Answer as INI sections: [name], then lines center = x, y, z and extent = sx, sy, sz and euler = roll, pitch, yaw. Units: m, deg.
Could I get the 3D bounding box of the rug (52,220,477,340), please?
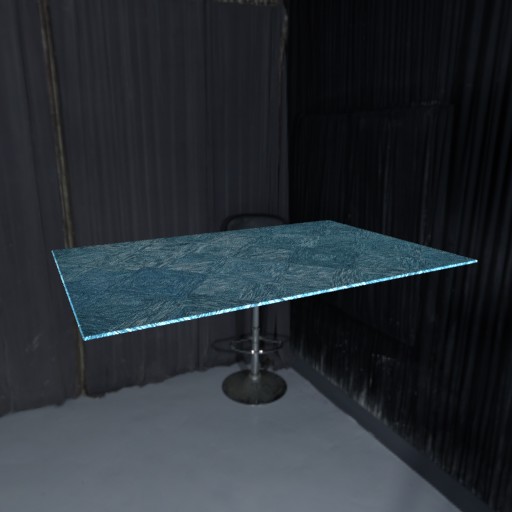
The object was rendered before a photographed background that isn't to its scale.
[rug]
center = 0.000, 0.000, 2.827
extent = 2.277, 0.015, 1.490
euler = -8, 17, -27
